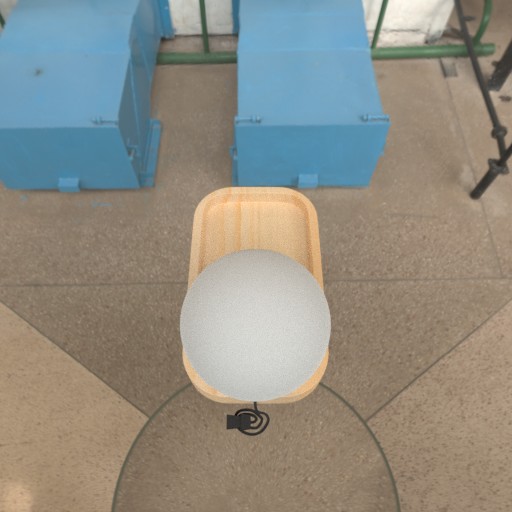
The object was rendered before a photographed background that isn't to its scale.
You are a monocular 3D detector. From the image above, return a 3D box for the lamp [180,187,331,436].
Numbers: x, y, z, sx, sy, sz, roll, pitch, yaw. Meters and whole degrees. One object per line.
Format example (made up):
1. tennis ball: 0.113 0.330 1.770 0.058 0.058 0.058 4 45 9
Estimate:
1. lamp: 0.000 0.000 0.479 0.173 0.253 0.331 0 60 0
